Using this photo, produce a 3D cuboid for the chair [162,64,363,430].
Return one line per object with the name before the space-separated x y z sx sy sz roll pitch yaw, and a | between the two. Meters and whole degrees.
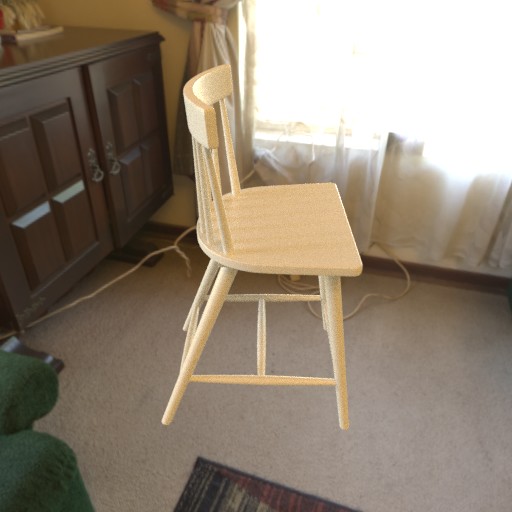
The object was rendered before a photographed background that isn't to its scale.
chair | 0.000 0.000 1.279 0.572 0.952 0.483 1 33 1
